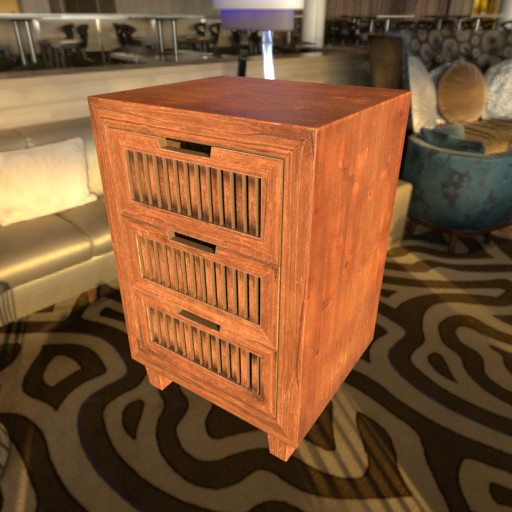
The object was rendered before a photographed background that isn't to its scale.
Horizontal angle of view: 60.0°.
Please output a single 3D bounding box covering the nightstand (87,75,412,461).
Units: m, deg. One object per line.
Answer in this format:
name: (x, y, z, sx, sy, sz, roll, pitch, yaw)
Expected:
nightstand: (0.000, 0.000, 0.998, 0.465, 0.695, 0.410, 18, 33, 30)
